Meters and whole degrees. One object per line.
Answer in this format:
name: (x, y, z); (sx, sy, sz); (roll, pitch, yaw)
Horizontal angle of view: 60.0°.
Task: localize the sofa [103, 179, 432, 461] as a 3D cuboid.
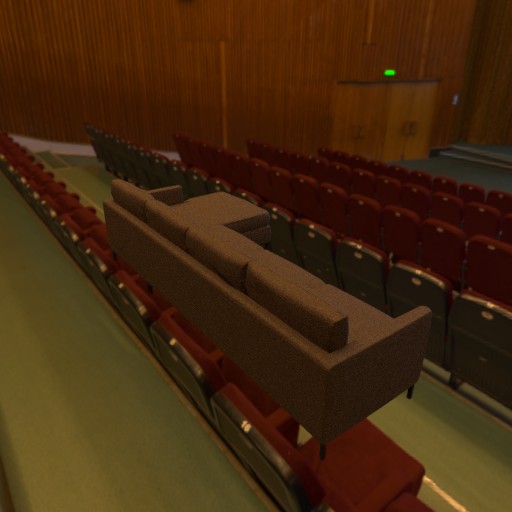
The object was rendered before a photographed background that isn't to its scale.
sofa: (0.000, 0.000, 3.760); (1.483, 0.892, 3.221); (-18, 31, -33)
